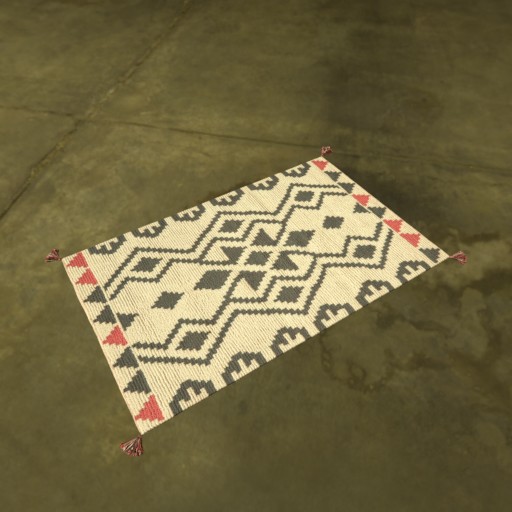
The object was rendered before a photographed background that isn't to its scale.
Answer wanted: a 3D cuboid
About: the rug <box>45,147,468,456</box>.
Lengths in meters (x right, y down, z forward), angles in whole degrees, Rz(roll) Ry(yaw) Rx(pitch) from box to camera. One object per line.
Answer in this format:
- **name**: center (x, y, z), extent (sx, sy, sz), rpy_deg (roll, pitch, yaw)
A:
- **rug**: center (0.000, 0.000, 3.255), extent (2.672, 0.066, 1.741), rpy_deg (-25, 52, -21)
